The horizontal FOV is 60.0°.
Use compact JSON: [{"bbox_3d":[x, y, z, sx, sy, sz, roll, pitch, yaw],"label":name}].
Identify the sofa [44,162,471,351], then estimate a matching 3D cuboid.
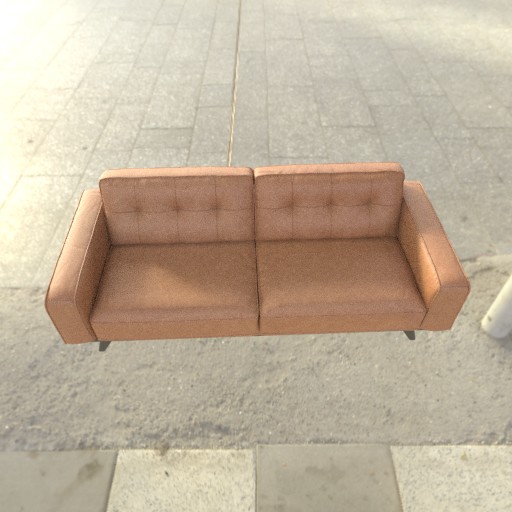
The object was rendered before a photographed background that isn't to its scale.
[{"bbox_3d":[0.000,0.000,2.744,2.270,0.780,0.953,-2,46,-2],"label":"sofa"}]
